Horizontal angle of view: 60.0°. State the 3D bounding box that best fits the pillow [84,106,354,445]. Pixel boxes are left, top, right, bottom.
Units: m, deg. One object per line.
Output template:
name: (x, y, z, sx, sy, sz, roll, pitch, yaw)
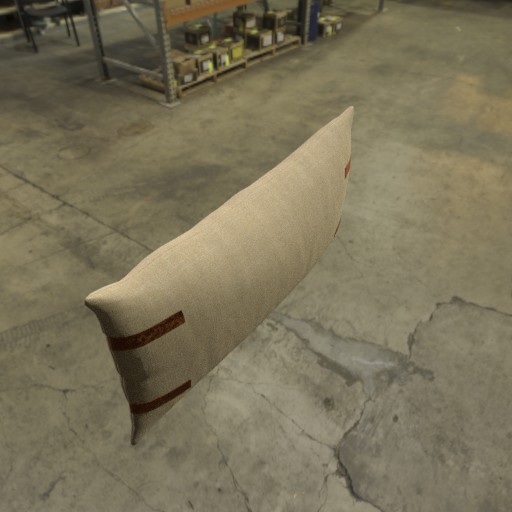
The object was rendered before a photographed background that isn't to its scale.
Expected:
pillow: (0.000, 0.000, 0.733, 0.148, 0.308, 0.612, 26, 47, 26)
